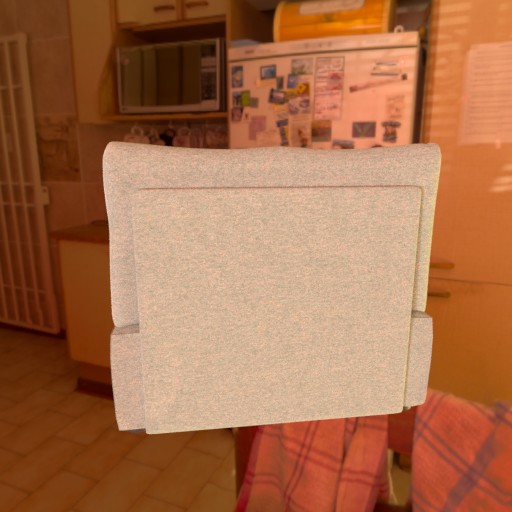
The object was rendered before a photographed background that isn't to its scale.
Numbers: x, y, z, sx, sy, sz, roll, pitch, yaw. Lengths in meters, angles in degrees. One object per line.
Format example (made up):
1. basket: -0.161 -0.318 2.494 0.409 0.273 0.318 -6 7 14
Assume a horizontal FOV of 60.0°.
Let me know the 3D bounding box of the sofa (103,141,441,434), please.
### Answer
1. sofa: 0.000 0.000 1.685 0.930 0.820 1.000 -2 13 -8
